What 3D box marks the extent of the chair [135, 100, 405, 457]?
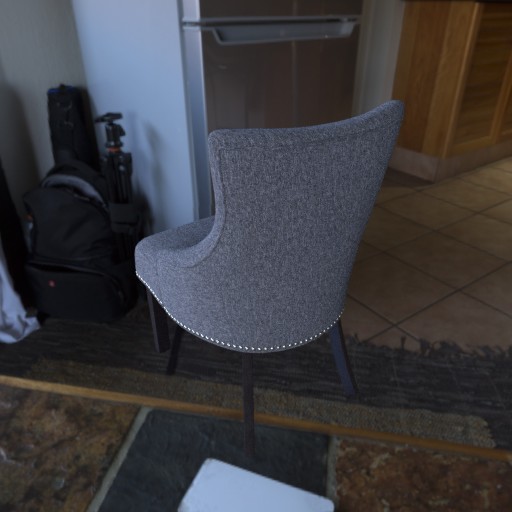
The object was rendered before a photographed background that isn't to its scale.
[{"bbox_3d":[0.000,0.000,1.303,0.566,0.909,0.629,-19,36,-28],"label":"chair"}]
